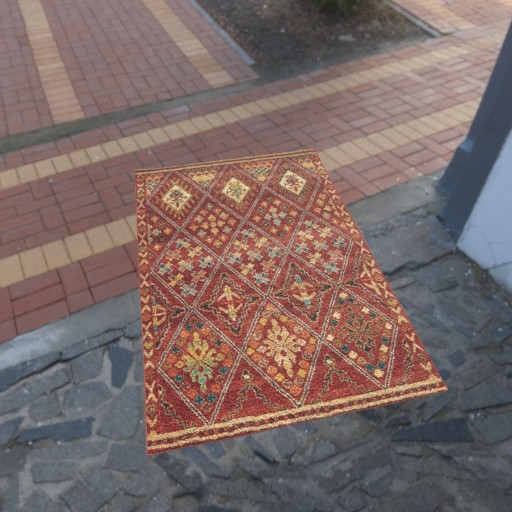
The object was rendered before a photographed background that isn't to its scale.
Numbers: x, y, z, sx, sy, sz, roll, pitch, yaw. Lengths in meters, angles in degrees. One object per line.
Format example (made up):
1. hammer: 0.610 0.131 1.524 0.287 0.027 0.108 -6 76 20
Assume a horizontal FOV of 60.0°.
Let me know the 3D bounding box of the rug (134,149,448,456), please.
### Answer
1. rug: 0.000 0.000 2.919 1.521 0.026 2.286 -9 47 -8
